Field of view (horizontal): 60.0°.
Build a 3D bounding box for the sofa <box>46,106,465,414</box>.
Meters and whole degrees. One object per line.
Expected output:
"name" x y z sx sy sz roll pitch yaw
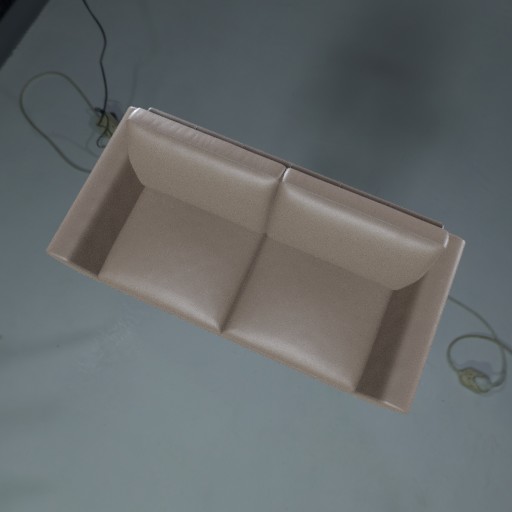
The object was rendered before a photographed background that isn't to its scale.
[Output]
"sofa" 0.000 0.000 2.475 2.017 0.875 0.953 23 77 6
